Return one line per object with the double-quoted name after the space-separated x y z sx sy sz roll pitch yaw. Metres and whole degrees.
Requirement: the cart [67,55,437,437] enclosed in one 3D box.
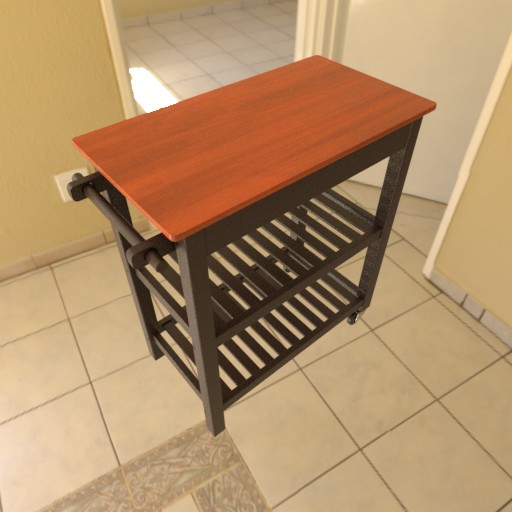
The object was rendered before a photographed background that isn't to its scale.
0.000 0.000 1.434 0.899 0.927 0.457 -30 52 -27 "cart"
